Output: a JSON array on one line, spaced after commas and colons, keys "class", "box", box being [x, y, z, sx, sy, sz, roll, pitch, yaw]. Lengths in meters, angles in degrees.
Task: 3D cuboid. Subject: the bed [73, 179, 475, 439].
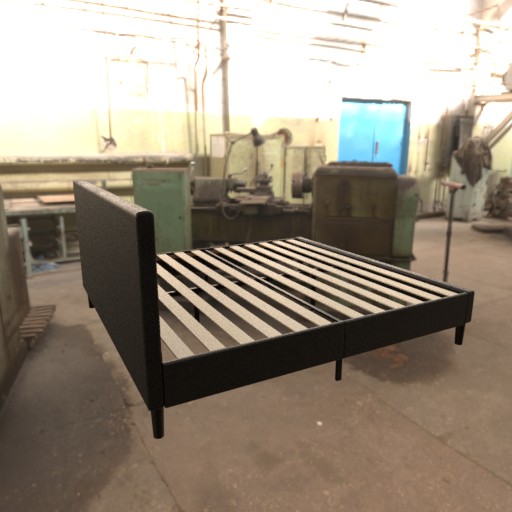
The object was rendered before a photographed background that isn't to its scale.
[{"class": "bed", "box": [0.000, 0.000, 3.205, 2.152, 1.046, 2.018, -7, 16, -27]}]
